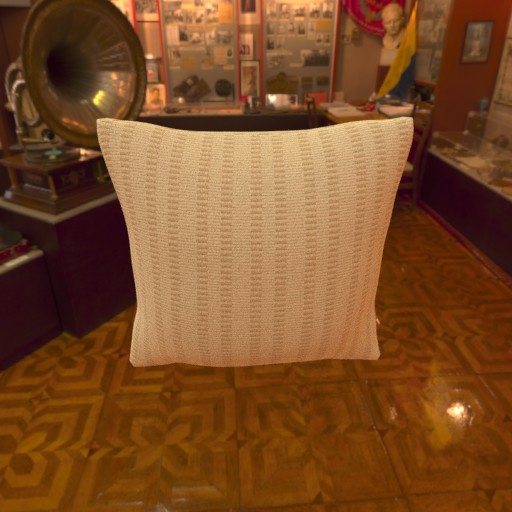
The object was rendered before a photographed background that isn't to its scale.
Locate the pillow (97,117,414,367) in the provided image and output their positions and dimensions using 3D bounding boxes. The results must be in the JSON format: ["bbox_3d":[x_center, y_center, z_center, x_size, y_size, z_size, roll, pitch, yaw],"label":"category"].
[{"bbox_3d":[0.000,0.000,0.692,0.438,0.419,0.247,-1,27,-2],"label":"pillow"}]
